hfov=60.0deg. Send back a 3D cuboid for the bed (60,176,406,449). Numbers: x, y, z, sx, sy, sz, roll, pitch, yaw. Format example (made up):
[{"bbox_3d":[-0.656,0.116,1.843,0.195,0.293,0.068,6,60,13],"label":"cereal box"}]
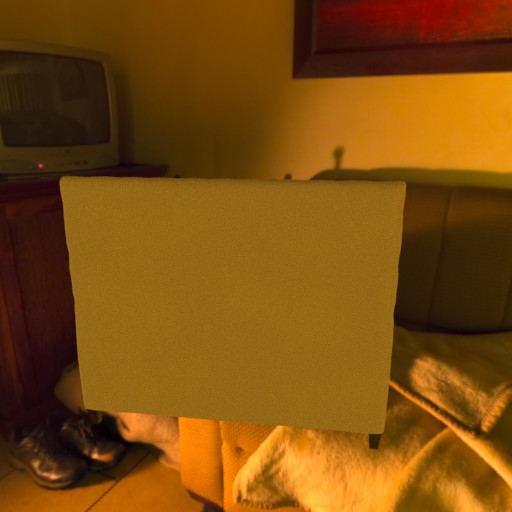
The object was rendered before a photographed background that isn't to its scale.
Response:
[{"bbox_3d":[0.000,0.000,3.395,1.698,1.427,2.387,2,16,7],"label":"bed"}]
